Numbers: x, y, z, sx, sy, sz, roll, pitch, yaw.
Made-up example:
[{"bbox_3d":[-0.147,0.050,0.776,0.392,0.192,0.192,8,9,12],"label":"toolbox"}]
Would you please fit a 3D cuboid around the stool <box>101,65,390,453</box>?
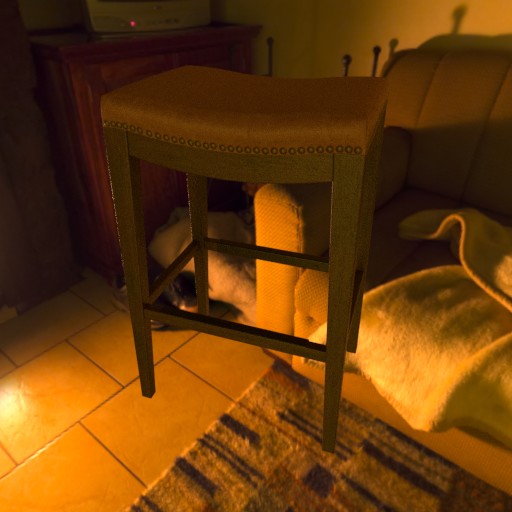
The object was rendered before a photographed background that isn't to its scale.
[{"bbox_3d":[0.000,0.000,1.024,0.500,0.759,0.361,11,34,16],"label":"stool"}]
